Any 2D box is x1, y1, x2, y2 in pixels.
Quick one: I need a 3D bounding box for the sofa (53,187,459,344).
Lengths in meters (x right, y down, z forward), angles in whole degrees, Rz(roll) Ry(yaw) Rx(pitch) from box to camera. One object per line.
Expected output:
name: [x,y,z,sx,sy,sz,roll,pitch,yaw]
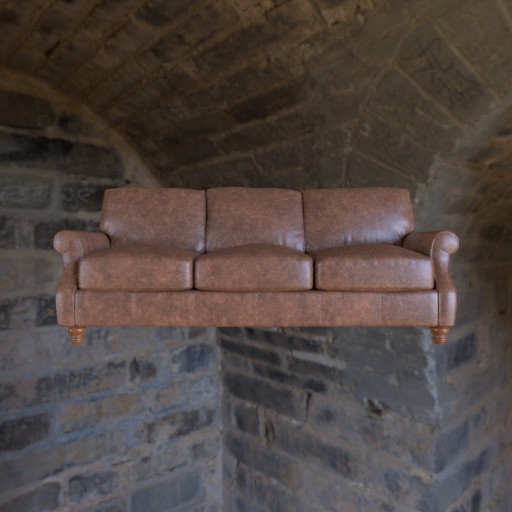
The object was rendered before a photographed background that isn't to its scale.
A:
sofa: [0.000,0.000,2.880,2.351,0.977,0.973,0,1,0]
